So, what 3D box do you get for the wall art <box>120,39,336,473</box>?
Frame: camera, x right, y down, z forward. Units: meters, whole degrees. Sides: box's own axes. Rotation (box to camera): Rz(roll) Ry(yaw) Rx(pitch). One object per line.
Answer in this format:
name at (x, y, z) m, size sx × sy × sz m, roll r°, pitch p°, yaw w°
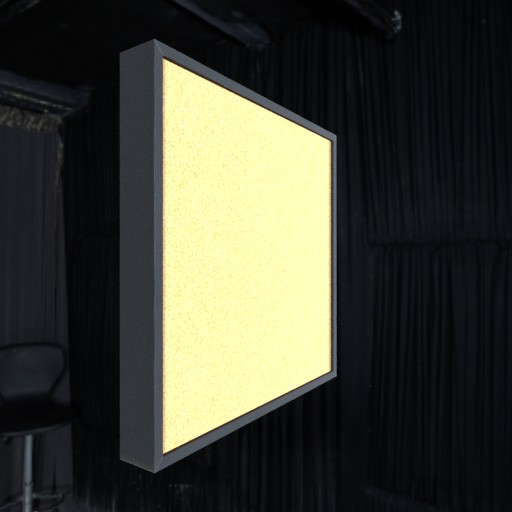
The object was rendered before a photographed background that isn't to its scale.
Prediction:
wall art at (0.000, 0.000, 0.448) m, size 0.037 × 0.305 × 0.305 m, roll 0°, pitch 0°, yaw 35°
